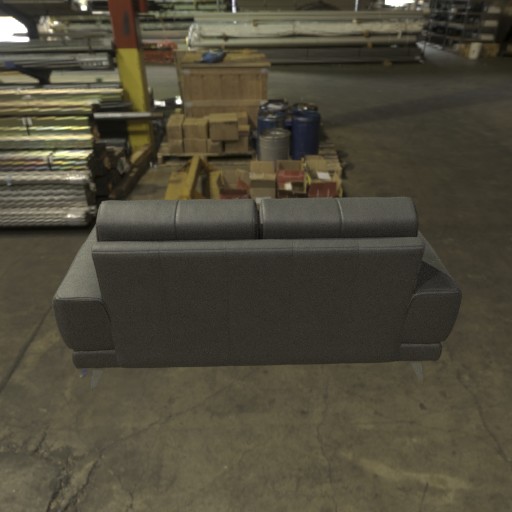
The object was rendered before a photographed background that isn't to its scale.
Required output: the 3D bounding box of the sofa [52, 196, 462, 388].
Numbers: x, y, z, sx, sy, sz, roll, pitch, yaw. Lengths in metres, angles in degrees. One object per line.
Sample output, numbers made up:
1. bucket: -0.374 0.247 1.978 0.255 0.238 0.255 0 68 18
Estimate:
1. sofa: 0.000 0.000 2.345 1.806 0.907 1.018 -1 31 -2
